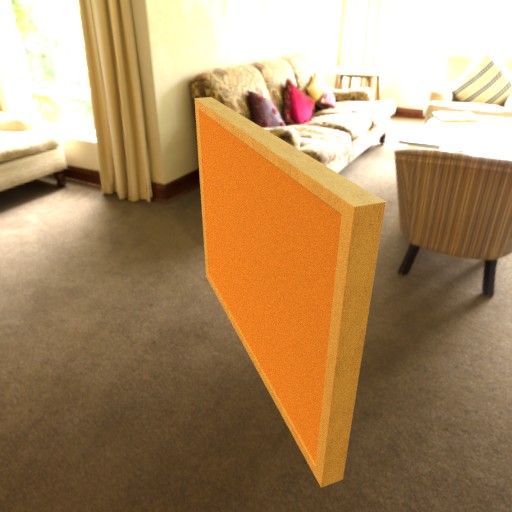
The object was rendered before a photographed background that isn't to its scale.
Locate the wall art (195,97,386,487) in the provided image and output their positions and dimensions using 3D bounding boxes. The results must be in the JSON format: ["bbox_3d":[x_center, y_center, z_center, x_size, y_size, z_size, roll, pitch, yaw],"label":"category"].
[{"bbox_3d":[0.000,0.000,0.683,0.032,0.380,0.532,-11,31,-18],"label":"wall art"}]
